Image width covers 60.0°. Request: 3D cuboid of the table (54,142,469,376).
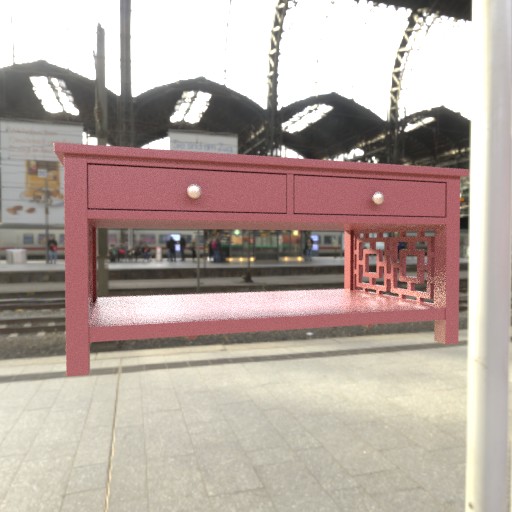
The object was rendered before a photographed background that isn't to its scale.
[{"bbox_3d":[0.000,0.000,1.365,1.068,0.493,0.612,0,2,-18],"label":"table"}]
